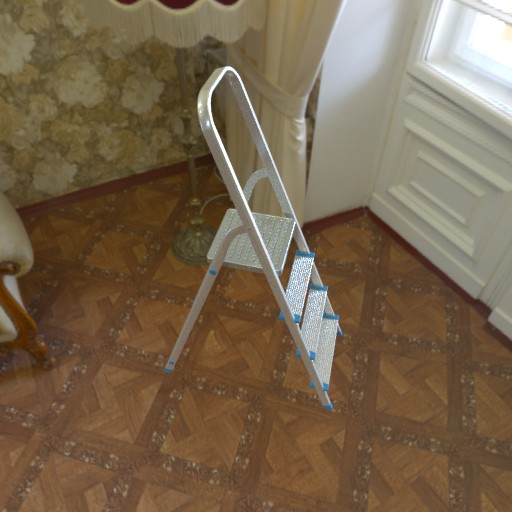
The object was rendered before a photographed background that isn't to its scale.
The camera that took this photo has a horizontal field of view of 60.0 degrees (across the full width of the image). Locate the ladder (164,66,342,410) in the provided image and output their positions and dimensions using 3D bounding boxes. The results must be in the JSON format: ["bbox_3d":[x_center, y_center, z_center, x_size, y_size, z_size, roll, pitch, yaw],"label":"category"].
[{"bbox_3d":[0.000,0.000,1.774,0.842,1.434,0.445,10,47,10],"label":"ladder"}]
